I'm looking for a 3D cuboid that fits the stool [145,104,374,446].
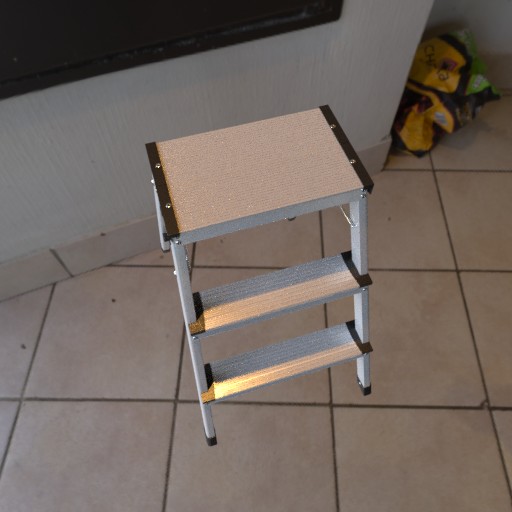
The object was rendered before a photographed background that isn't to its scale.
[{"bbox_3d":[0.000,0.000,1.009,0.437,0.605,0.622,-15,60,-9],"label":"stool"}]
